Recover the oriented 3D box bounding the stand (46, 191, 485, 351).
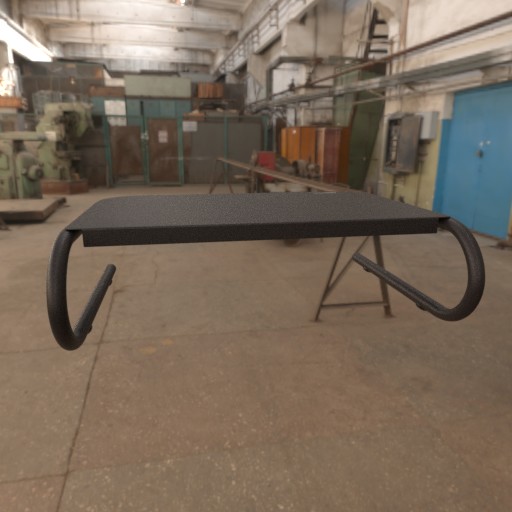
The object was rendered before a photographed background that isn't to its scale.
[{"bbox_3d":[0.000,0.000,0.496,0.370,0.108,0.280,-3,15,-10],"label":"stand"}]
